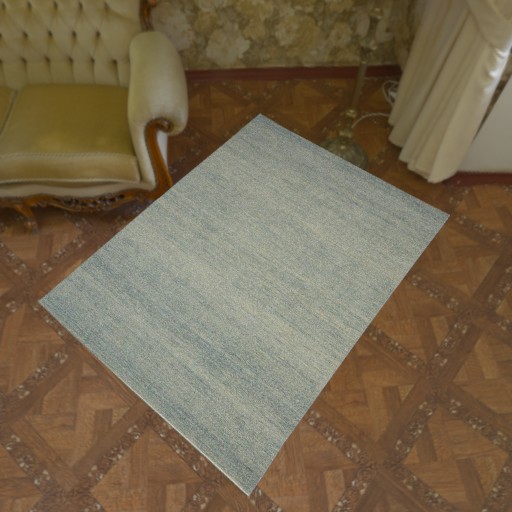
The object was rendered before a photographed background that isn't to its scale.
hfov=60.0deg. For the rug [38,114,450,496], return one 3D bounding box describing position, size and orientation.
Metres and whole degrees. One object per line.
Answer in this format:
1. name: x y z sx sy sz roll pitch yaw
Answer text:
1. rug: 0.000 0.000 4.240 2.461 0.046 3.237 34 64 19
